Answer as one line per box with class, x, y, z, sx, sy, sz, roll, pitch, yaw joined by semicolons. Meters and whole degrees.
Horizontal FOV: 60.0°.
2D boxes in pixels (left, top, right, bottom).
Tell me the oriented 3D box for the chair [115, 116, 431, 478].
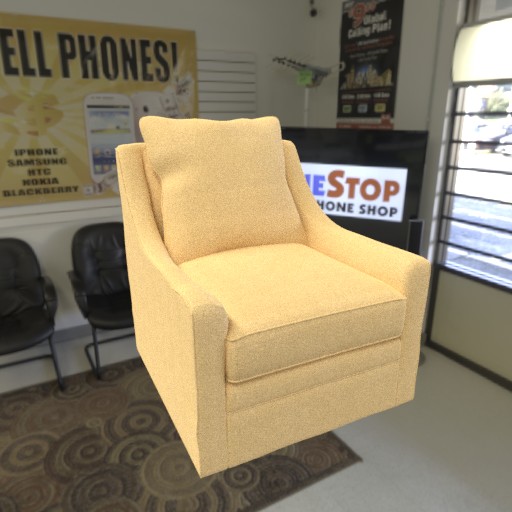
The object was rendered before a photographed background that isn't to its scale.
chair;0.000;0.000;1.540;0.760;0.927;0.876;-9;20;-25
